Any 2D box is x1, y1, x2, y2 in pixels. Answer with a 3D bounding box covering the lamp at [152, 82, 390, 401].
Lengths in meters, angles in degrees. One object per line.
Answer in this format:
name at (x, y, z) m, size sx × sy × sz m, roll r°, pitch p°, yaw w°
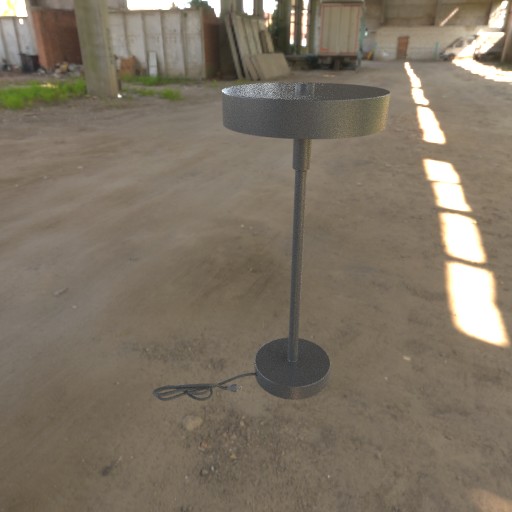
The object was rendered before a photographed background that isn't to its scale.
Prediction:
lamp at (0.000, 0.000, 0.701) m, size 0.369 × 0.508 × 0.229 m, roll -8°, pitch 27°, yaw -15°
